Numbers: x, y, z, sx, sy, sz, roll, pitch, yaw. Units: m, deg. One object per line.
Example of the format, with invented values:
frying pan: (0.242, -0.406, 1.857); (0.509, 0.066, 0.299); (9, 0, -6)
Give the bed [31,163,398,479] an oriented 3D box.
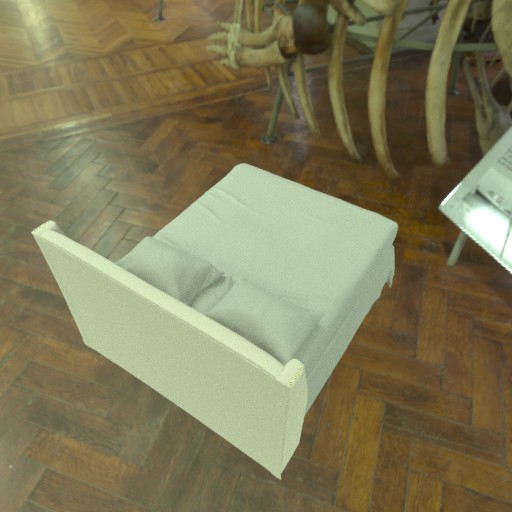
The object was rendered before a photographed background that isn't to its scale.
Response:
bed: (0.000, 0.000, 3.516); (1.925, 1.332, 2.276); (26, 51, 23)
